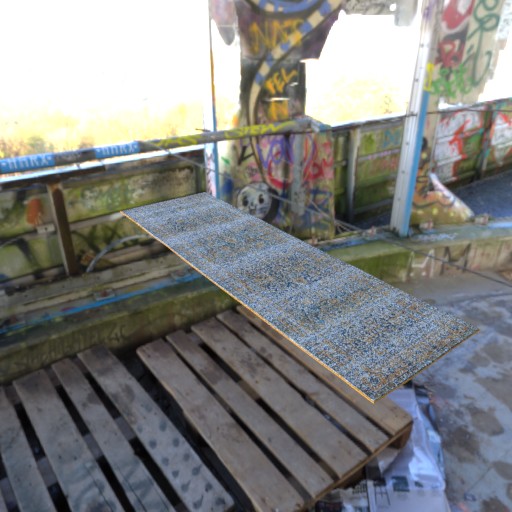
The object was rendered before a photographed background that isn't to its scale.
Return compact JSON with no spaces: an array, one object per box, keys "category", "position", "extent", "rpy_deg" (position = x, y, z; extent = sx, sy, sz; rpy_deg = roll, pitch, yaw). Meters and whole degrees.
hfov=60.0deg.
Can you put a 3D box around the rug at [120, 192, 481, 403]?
[{"category":"rug","position":[0.000,0.000,2.540],"extent":[0.704,0.014,2.294],"rpy_deg":[-19,33,-32]}]
